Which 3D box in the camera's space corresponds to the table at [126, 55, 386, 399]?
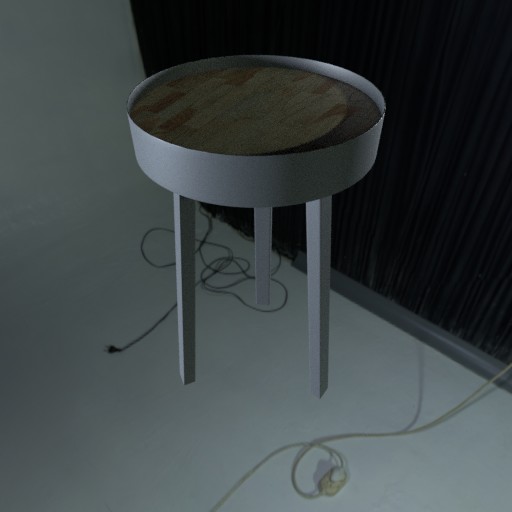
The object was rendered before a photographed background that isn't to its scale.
[{"bbox_3d":[0.000,0.000,0.936,0.406,0.686,0.406,26,47,27],"label":"table"}]
